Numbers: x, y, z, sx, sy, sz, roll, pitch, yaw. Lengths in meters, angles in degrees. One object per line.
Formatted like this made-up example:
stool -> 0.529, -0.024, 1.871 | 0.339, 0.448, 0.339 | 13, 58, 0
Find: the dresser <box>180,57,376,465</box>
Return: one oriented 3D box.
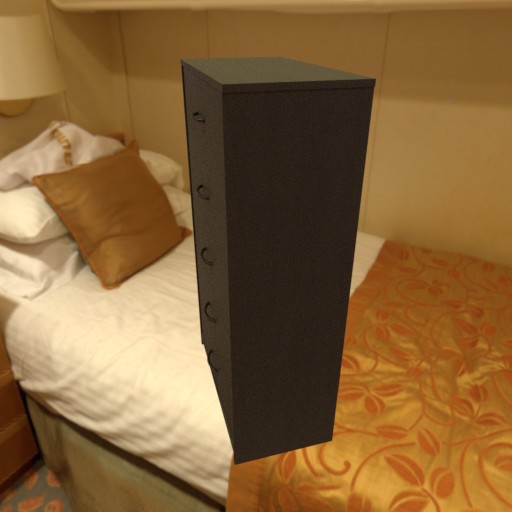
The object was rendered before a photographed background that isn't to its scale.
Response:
dresser -> 0.000, 0.000, 1.592 | 0.399, 1.255, 0.704 | -8, 29, -14
